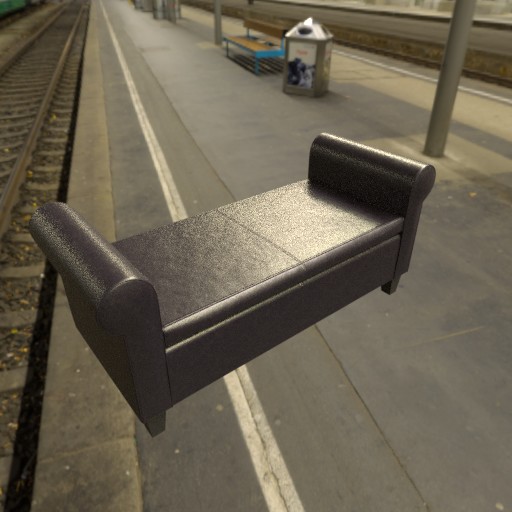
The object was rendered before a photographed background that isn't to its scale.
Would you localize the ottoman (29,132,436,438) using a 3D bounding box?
[{"bbox_3d":[0.000,0.000,1.537,1.256,0.547,0.521,-23,38,-32],"label":"ottoman"}]
